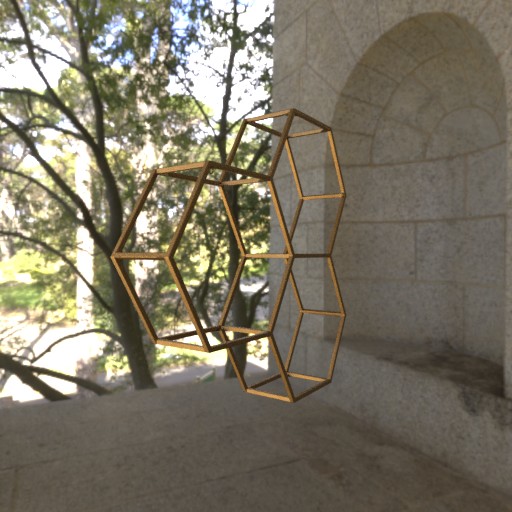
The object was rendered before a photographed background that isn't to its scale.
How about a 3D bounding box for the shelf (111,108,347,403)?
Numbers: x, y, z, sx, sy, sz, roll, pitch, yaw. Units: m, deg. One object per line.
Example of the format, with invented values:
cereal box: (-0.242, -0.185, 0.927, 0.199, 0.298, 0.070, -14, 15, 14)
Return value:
shelf: (0.000, 0.000, 1.054, 0.150, 0.701, 0.708, 0, 1, 35)
